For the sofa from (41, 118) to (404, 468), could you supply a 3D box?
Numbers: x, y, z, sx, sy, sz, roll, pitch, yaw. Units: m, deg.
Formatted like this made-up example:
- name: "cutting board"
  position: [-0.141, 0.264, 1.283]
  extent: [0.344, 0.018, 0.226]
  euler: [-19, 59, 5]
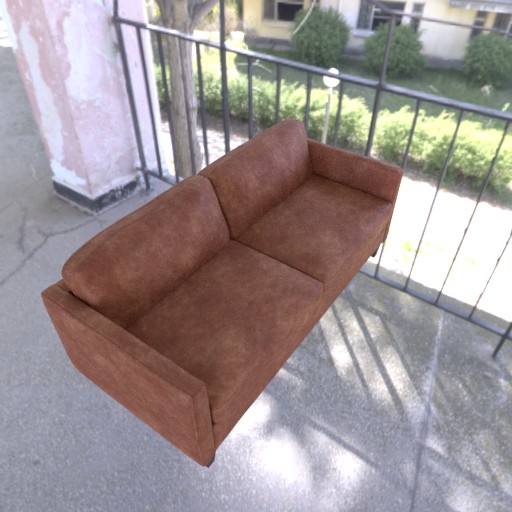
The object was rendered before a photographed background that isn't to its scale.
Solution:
- name: "sofa"
  position: [0.000, 0.000, 2.468]
  extent: [0.923, 0.863, 1.971]
  euler: [25, 47, 26]
